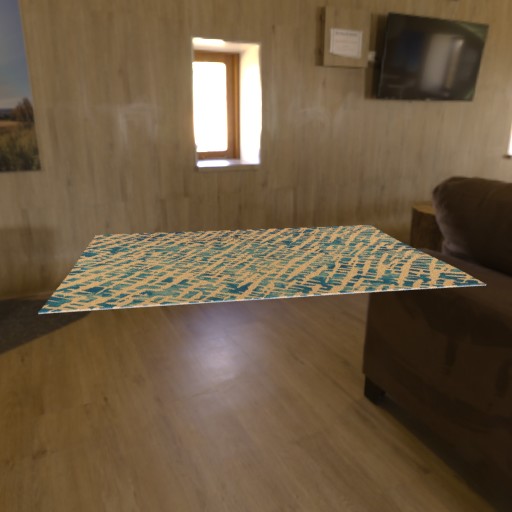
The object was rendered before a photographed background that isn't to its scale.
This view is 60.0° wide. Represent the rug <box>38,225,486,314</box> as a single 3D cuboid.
[{"bbox_3d":[0.000,0.000,2.346,1.830,0.011,1.209,-3,17,-9],"label":"rug"}]
